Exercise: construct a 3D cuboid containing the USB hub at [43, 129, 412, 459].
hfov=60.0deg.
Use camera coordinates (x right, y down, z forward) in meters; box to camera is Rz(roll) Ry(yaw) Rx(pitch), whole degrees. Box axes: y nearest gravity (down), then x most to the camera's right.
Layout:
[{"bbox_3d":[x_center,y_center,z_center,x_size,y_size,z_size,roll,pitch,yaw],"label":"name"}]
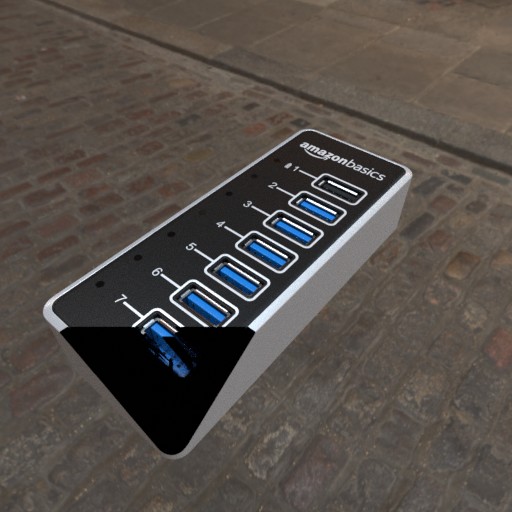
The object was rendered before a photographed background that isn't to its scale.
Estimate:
[{"bbox_3d":[0.000,0.000,0.132,0.044,0.023,0.110,31,53,27],"label":"USB hub"}]
